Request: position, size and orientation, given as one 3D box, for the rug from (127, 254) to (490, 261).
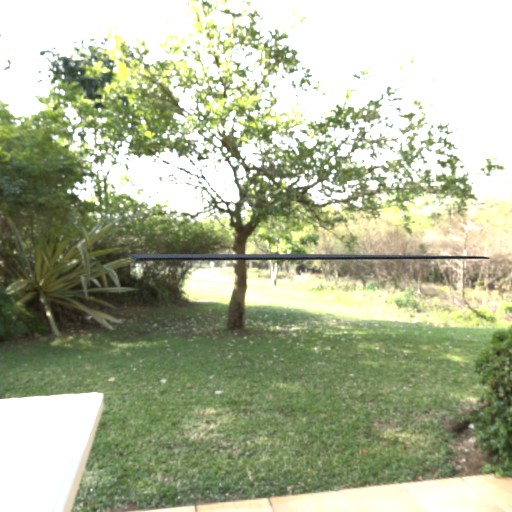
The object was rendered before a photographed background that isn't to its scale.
[{"bbox_3d":[0.000,0.000,2.855,1.567,0.014,2.207,0,1,-17],"label":"rug"}]
